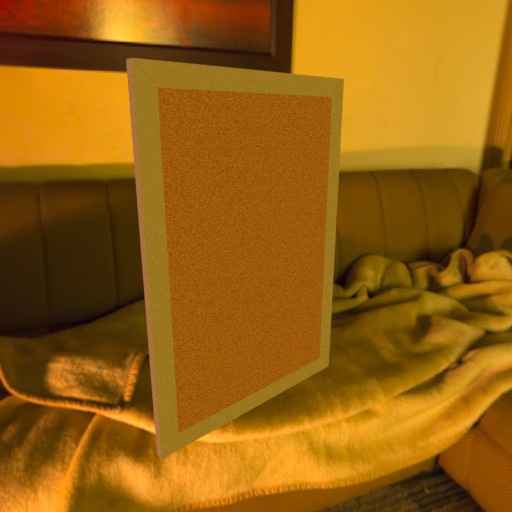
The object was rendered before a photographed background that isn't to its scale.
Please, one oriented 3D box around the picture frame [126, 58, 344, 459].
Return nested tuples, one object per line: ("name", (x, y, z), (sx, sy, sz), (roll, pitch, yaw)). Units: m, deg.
("picture frame", (0.000, 0.000, 0.592), (0.326, 0.459, 0.011), (-15, 22, -40))
